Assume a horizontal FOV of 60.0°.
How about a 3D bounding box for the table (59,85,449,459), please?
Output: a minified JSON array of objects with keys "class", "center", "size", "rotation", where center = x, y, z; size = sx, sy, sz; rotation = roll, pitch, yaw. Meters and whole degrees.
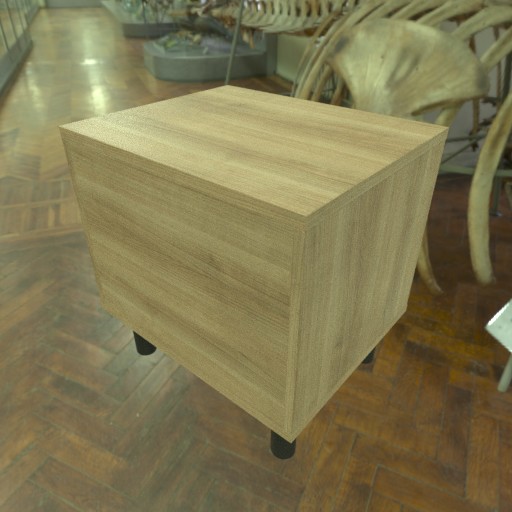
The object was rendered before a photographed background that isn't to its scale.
[{"class":"table","center":[0.000,0.000,0.782],"size":[0.445,0.460,0.380],"rotation":[25,40,33]}]
